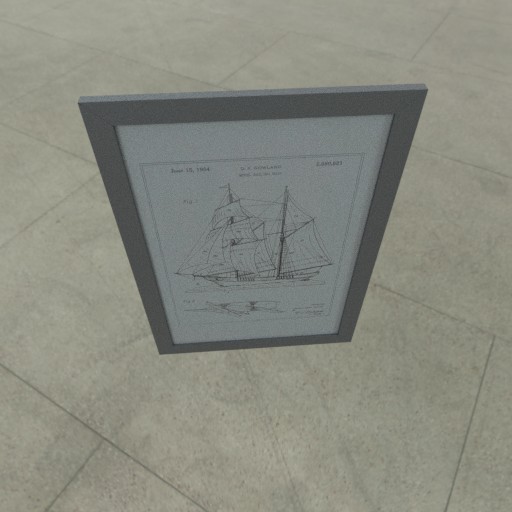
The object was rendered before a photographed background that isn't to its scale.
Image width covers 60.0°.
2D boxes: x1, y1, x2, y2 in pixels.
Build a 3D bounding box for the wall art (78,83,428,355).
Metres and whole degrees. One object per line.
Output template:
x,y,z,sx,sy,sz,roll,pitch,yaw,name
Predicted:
0.000,0.000,0.681,0.380,0.534,0.013,-3,48,-3,wall art
